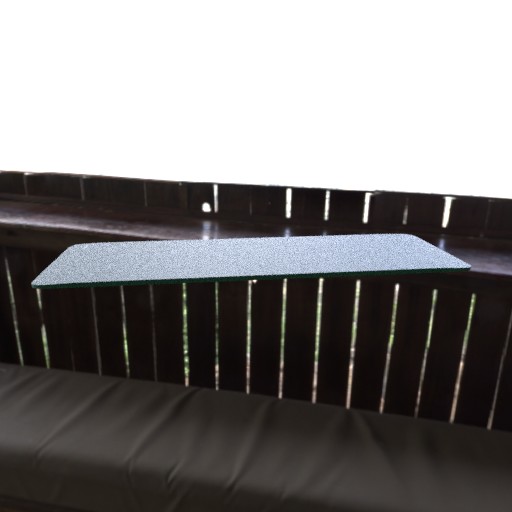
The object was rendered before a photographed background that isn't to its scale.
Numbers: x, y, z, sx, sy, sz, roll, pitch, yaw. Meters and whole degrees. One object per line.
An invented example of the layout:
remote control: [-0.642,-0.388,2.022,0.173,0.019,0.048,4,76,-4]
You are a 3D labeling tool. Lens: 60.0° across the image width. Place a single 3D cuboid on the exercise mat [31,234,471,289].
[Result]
exercise mat: [0.000,0.000,2.123,1.869,0.021,0.616,-2,17,-7]
